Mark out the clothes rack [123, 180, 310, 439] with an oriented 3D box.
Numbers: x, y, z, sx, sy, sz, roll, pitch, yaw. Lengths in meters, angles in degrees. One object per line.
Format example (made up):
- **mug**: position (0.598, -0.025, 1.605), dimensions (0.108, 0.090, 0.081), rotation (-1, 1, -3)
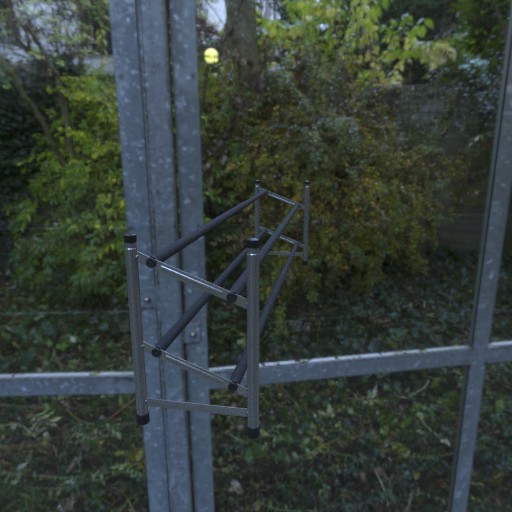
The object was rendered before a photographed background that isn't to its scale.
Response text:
- **clothes rack**: position (0.000, 0.000, 1.293), dimensions (0.229, 0.349, 1.168), rotation (3, 14, 10)
